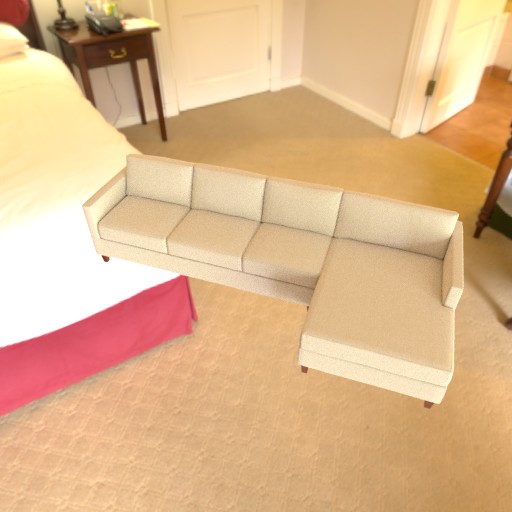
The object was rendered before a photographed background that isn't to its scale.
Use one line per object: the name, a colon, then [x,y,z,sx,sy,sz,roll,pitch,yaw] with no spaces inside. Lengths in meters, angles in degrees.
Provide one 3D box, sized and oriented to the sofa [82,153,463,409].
sofa: [0.000,0.000,4.078,3.471,0.954,1.599,13,42,14]
